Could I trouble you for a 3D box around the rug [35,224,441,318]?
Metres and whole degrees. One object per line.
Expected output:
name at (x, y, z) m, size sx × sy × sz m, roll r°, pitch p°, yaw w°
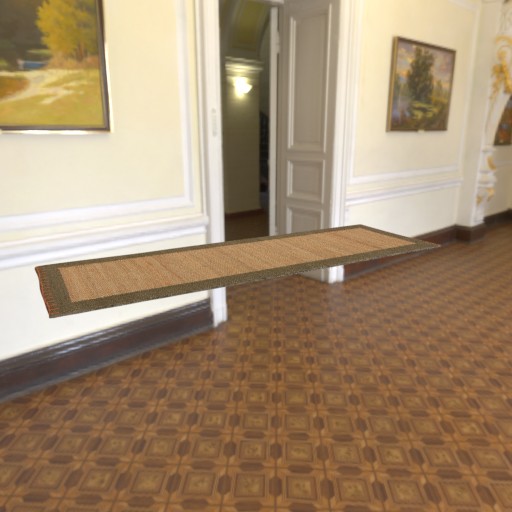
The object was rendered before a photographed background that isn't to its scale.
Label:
rug at (0.000, 0.000, 2.725) m, size 2.413 × 0.016 × 0.810 m, roll -9°, pitch 18°, yaw -28°
